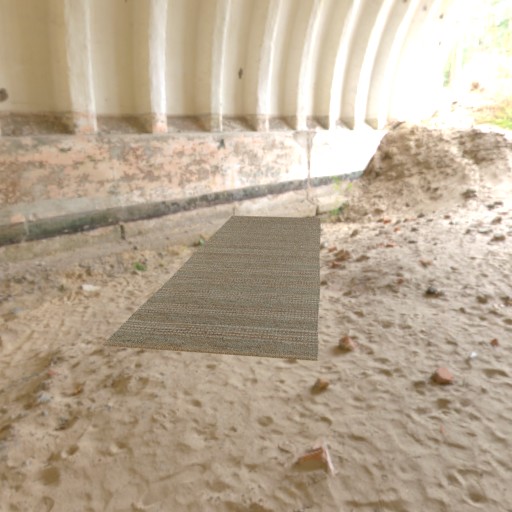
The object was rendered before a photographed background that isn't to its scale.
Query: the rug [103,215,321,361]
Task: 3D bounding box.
[{"bbox_3d":[0.000,0.000,2.716,0.783,0.006,2.438,2,17,8],"label":"rug"}]
